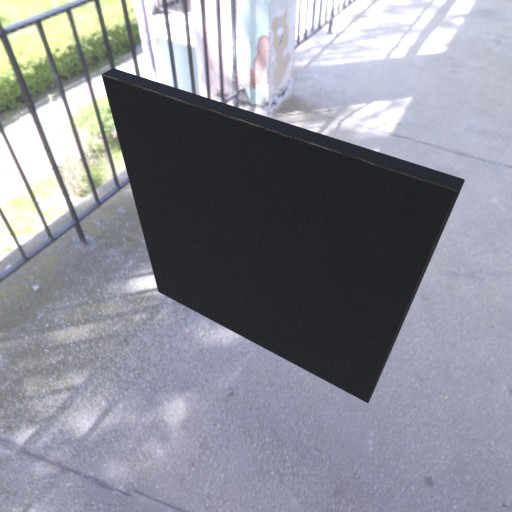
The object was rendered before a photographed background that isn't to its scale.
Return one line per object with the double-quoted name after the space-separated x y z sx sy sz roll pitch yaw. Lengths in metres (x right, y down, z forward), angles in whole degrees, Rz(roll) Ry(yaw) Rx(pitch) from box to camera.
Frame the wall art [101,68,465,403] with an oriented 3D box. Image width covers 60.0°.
0.000 0.000 0.444 0.304 0.303 0.015 24 52 21 "wall art"
